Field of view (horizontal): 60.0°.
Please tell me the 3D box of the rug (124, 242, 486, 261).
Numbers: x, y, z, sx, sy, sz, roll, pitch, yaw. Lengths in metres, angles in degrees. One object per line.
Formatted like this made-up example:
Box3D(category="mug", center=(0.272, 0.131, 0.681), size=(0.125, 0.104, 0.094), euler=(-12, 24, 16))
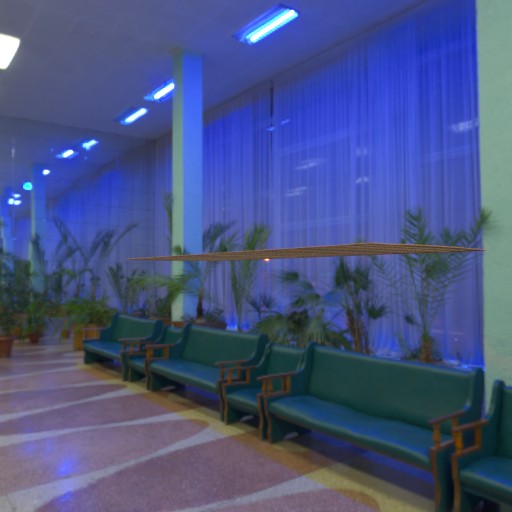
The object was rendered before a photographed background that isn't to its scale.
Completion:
Box3D(category="rug", center=(0.000, 0.000, 2.756), size=(0.799, 0.010, 2.444), euler=(2, -3, -37))
